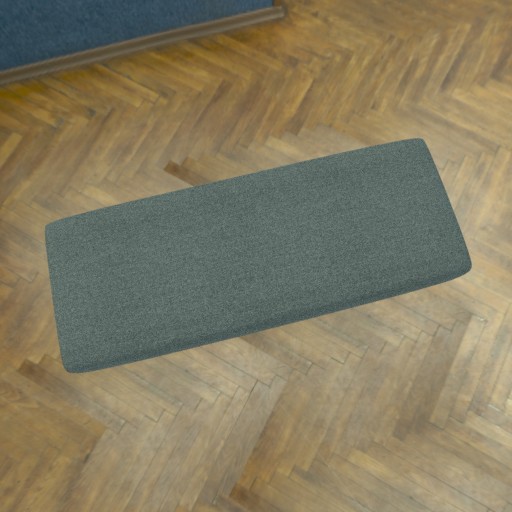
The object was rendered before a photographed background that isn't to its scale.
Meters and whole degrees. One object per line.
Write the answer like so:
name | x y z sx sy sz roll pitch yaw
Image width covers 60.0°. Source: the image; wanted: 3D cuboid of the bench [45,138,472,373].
bench | 0.000 0.000 1.885 1.598 0.384 0.631 -14 76 -4
